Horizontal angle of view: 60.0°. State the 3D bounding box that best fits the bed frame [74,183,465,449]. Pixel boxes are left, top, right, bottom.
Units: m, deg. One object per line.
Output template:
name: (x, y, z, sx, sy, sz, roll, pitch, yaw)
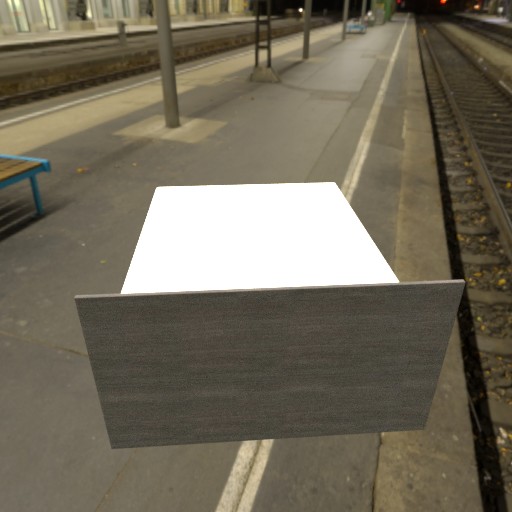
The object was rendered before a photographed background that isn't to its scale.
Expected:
bed frame: (0.000, 0.000, 2.599, 1.400, 0.800, 1.900, -2, 30, -4)
